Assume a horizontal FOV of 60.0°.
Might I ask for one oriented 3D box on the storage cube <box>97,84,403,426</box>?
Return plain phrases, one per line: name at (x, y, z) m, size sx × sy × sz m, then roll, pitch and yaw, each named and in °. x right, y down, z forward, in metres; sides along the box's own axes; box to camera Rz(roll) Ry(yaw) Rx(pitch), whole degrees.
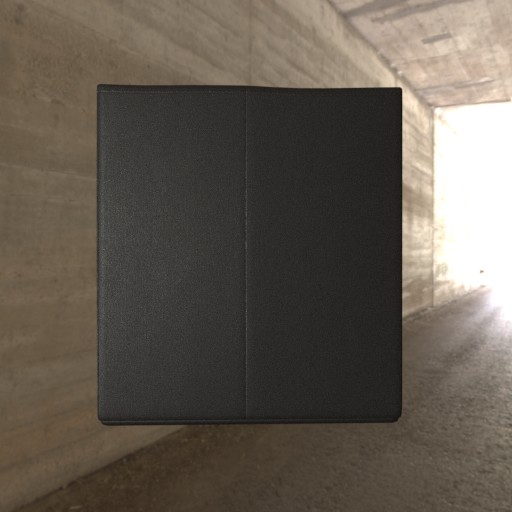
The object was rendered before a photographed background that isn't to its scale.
storage cube at (0.000, 0.000, 0.495) m, size 0.270 × 0.280 × 0.270 m, roll 0°, pitch 0°, yaw -2°
